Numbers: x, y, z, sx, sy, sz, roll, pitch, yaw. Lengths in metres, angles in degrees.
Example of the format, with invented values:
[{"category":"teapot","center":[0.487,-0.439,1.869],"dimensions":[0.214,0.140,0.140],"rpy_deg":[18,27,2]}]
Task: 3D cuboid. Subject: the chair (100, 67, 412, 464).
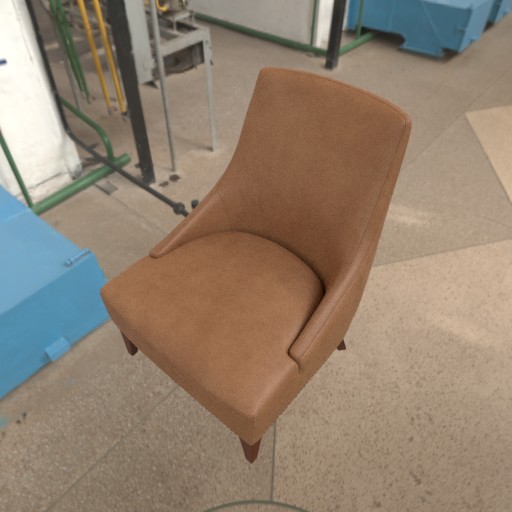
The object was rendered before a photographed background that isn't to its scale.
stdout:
[{"category":"chair","center":[0.000,0.000,1.479],"dimensions":[0.701,0.909,0.861],"rpy_deg":[32,53,27]}]
